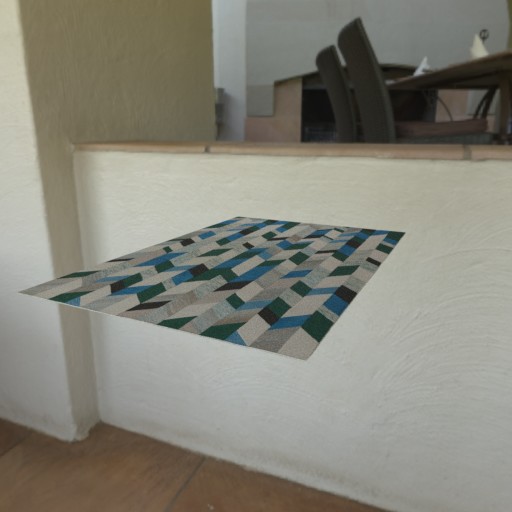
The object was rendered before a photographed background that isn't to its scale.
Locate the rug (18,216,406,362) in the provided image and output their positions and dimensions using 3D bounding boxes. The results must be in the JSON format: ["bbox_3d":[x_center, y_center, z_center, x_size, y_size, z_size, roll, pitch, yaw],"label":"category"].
[{"bbox_3d":[0.000,0.000,2.295,1.229,0.005,1.827,8,18,26],"label":"rug"}]
